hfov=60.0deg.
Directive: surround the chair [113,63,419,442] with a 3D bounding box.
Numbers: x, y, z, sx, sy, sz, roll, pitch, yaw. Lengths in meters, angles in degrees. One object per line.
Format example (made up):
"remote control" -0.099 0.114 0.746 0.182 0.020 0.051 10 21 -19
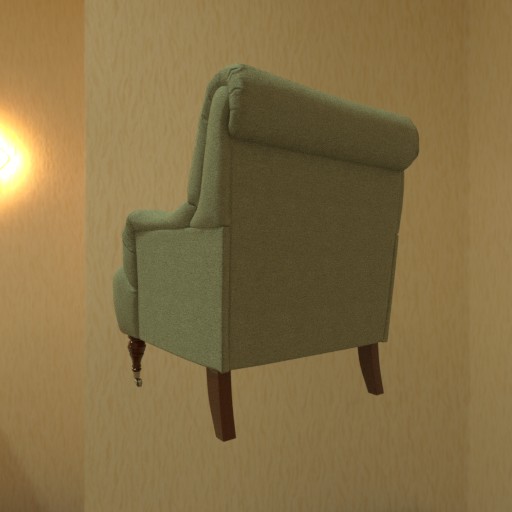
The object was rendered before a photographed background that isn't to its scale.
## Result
"chair" 0.000 0.000 1.942 0.964 1.178 1.060 0 0 -37
